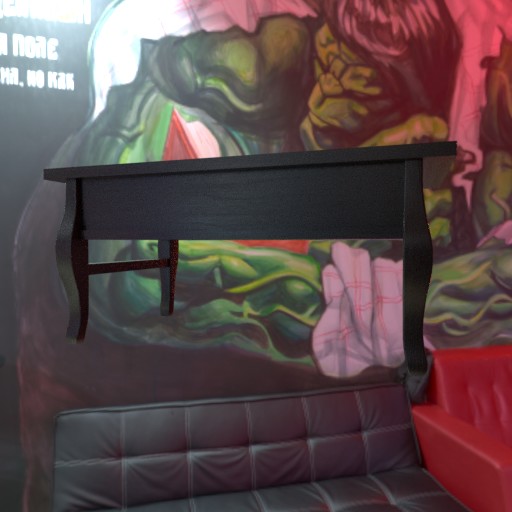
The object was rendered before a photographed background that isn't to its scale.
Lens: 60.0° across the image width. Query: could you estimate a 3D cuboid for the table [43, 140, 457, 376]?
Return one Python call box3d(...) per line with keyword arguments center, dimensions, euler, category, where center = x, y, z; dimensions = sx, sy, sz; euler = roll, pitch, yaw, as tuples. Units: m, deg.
box3d(center=(0.000, 0.000, 1.351), dimensions=(1.062, 0.494, 0.600), euler=(1, 2, 19), category="table")
